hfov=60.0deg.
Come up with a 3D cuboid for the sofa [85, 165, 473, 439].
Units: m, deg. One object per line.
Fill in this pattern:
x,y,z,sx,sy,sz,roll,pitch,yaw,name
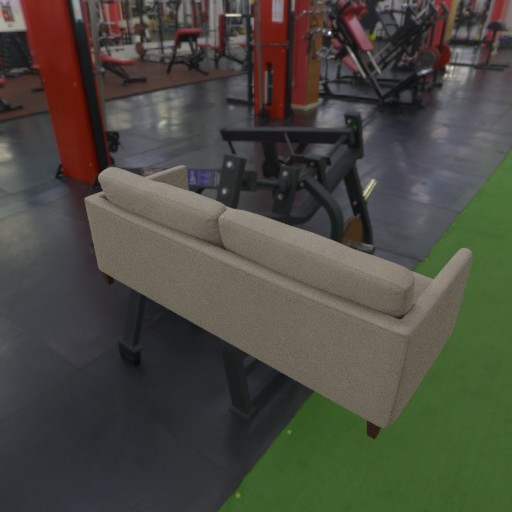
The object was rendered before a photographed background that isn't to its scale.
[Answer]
0.000,0.000,2.918,2.404,0.912,0.988,22,37,33,sofa
